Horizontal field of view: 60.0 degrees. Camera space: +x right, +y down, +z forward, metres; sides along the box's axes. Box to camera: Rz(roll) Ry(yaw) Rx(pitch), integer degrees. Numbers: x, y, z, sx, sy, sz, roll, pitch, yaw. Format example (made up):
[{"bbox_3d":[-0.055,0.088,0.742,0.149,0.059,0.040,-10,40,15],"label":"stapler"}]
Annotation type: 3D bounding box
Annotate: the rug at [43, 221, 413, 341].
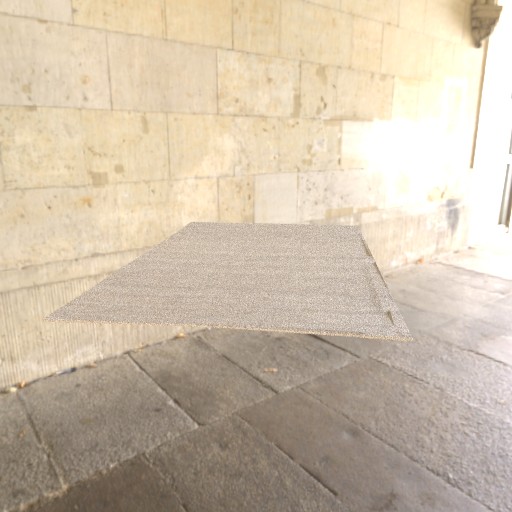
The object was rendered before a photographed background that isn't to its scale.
[{"bbox_3d":[0.000,0.000,2.252,1.179,0.022,1.820,2,15,7],"label":"rug"}]
